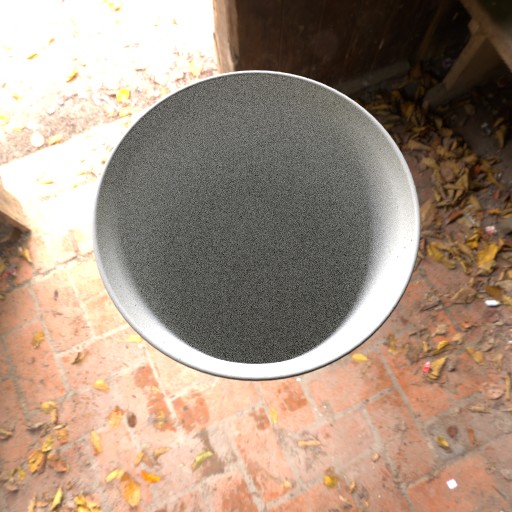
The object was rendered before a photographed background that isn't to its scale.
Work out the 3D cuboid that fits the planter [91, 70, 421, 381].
[{"bbox_3d":[0.000,0.000,0.377,0.204,0.214,0.204,0,75,0],"label":"planter"}]
